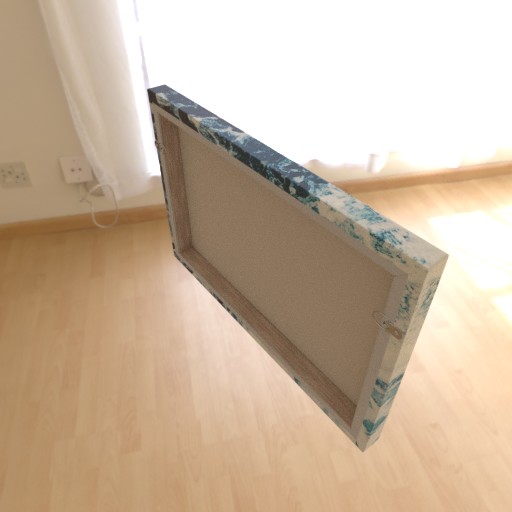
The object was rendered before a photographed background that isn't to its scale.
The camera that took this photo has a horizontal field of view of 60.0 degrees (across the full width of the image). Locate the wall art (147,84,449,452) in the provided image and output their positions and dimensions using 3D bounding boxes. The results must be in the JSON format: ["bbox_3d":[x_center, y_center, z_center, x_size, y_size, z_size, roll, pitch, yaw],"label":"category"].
[{"bbox_3d":[0.000,0.000,0.768,0.043,0.407,0.609,-27,48,-27],"label":"wall art"}]
